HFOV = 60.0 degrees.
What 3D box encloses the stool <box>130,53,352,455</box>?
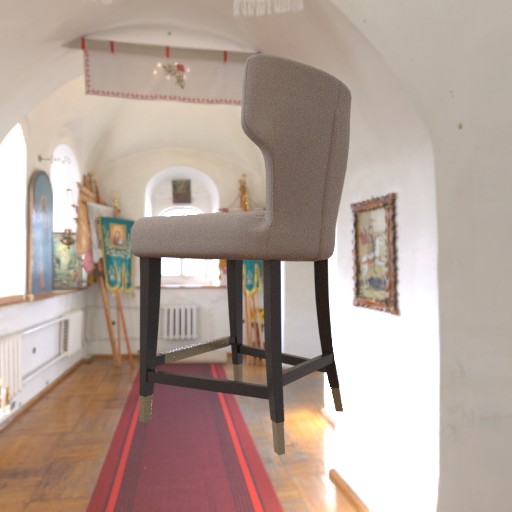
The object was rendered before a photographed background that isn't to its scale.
[{"bbox_3d":[0.000,0.000,1.363,0.563,0.982,0.527,0,1,35],"label":"stool"}]
